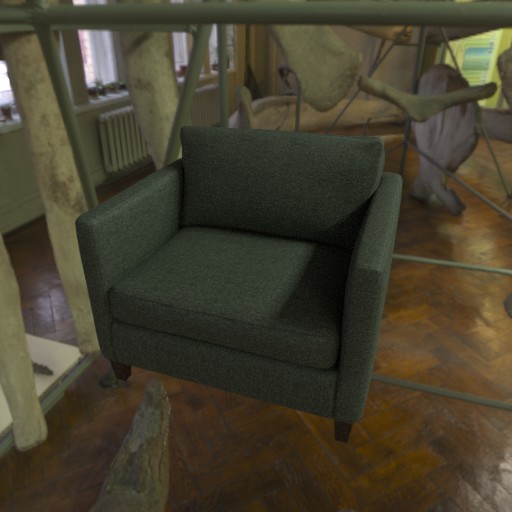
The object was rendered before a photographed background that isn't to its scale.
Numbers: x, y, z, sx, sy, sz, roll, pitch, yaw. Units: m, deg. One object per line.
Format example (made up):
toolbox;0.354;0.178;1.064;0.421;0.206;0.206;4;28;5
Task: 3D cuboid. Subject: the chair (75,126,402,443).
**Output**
chair;0.000;0.000;1.903;1.107;0.963;0.959;10;30;17
